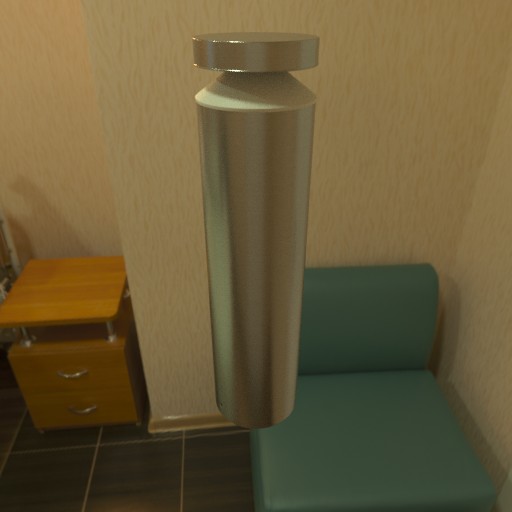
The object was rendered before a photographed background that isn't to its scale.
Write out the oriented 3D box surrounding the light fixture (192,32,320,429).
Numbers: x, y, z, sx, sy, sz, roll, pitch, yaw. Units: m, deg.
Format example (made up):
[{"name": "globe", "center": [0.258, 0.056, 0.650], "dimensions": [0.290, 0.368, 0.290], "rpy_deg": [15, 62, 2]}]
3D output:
[{"name": "light fixture", "center": [0.000, 0.000, 0.450], "dimensions": [0.102, 0.400, 0.102], "rpy_deg": [-20, 36, -30]}]
